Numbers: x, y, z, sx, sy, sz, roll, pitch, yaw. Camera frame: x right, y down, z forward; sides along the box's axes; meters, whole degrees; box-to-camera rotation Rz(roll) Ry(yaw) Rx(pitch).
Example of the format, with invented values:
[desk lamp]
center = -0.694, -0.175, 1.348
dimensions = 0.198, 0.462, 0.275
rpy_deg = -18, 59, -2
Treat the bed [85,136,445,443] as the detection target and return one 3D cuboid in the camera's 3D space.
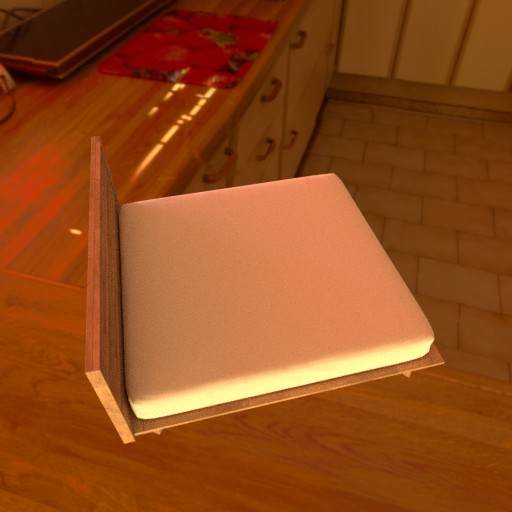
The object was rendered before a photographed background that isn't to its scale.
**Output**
[bed]
center = 0.000, 0.000, 3.350
dimensions = 2.167, 1.100, 2.116
rpy_deg = -10, 47, -9
